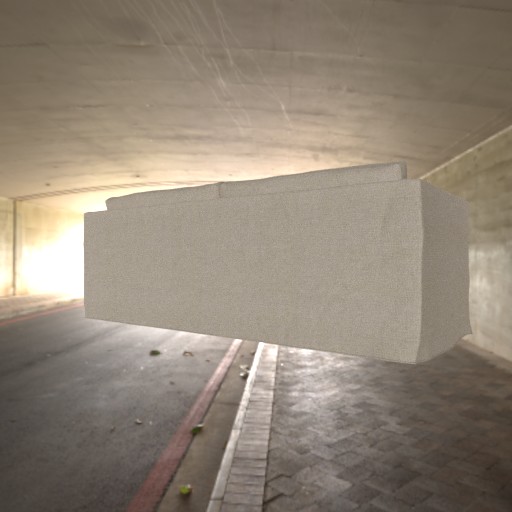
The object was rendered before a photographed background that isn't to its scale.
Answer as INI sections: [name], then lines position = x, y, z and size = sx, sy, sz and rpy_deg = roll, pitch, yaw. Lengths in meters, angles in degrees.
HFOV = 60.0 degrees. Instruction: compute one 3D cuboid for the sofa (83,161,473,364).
[sofa]
position = 0.000, 0.000, 2.732
size = 2.296, 0.847, 0.956
rpy_deg = 0, 0, 36
